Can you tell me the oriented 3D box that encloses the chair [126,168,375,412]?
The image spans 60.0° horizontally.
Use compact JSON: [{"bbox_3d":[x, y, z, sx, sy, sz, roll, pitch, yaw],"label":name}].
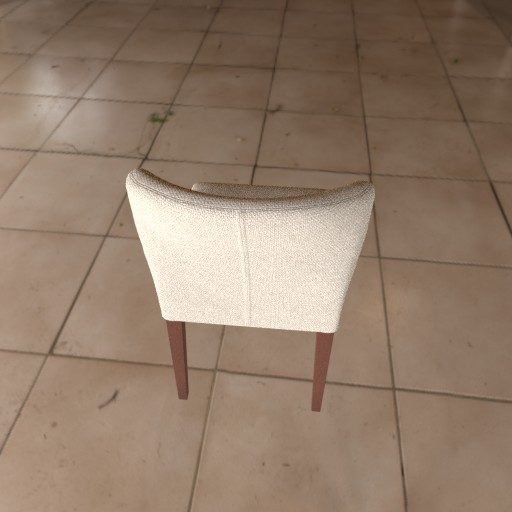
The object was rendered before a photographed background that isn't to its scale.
[{"bbox_3d":[0.000,0.000,1.239,0.491,0.839,0.589,4,47,4],"label":"chair"}]
